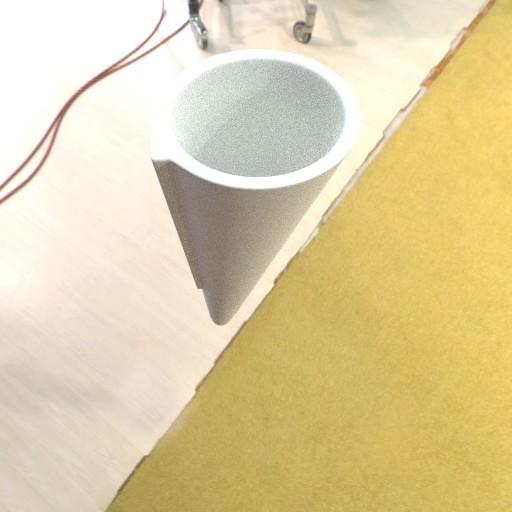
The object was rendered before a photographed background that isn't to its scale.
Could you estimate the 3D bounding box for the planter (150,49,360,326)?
[{"bbox_3d":[0.000,0.000,0.222,0.064,0.193,0.057,-3,63,-1],"label":"planter"}]
